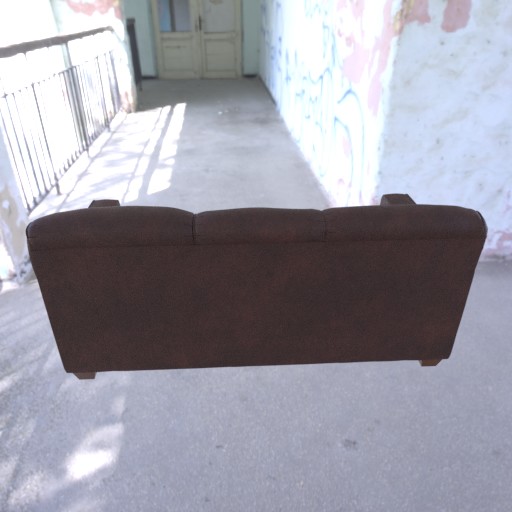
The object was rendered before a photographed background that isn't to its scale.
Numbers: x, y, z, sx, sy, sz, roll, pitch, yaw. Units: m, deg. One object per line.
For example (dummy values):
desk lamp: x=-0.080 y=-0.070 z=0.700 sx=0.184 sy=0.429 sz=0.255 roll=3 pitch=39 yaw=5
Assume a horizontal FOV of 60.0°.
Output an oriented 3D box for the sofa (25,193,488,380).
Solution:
sofa: x=0.000 y=0.000 z=2.512 sx=2.039 sy=0.953 sz=1.008 roll=-2 pitch=30 yaw=-3
